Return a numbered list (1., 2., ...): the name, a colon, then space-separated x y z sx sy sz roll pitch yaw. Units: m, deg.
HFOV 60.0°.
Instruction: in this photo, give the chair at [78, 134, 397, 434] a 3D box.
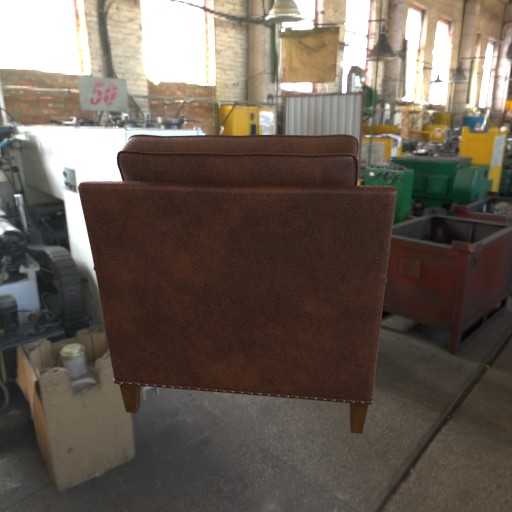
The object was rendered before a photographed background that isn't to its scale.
1. chair: 0.000 0.000 1.715 0.853 0.929 1.014 2 17 8
